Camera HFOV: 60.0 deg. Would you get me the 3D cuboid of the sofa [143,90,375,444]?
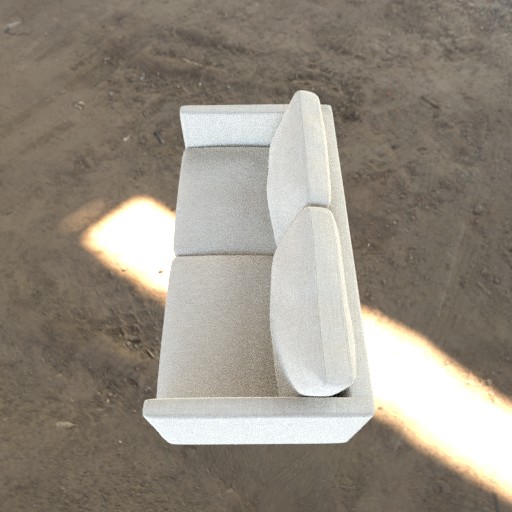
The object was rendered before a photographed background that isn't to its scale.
[{"bbox_3d":[0.000,0.000,2.445,0.950,0.963,1.838,0,58,0],"label":"sofa"}]
